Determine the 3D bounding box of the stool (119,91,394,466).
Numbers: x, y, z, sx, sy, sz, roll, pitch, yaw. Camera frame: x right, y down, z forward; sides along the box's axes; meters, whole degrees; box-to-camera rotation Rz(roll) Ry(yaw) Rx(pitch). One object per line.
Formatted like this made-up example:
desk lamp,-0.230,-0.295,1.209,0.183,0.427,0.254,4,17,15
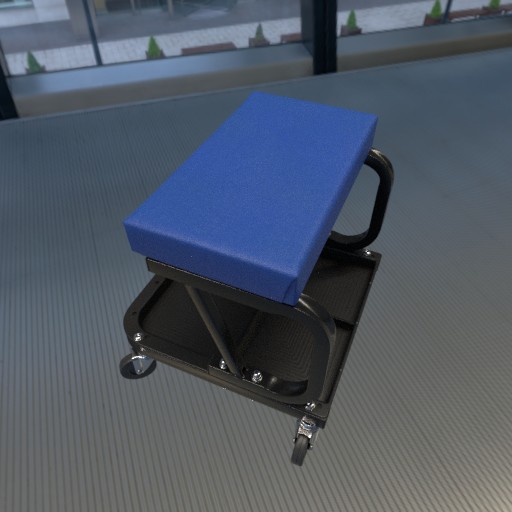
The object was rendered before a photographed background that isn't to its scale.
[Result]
stool,0.000,0.000,0.725,0.371,0.380,0.446,17,47,17
